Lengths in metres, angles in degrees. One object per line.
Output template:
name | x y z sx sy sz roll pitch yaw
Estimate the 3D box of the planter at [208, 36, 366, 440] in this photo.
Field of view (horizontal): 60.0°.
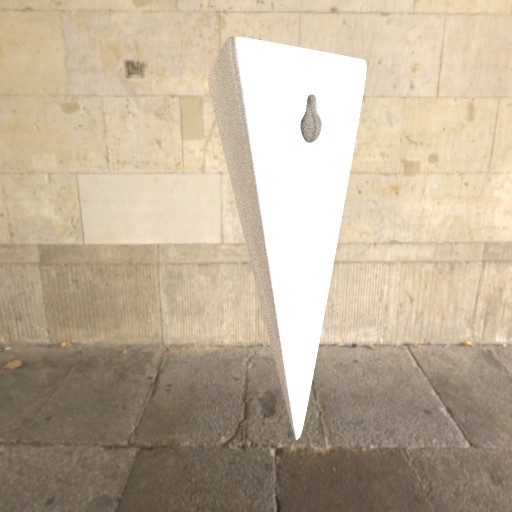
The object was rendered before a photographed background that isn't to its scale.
planter | 0.000 0.000 0.273 0.101 0.224 0.081 -15 22 -42
